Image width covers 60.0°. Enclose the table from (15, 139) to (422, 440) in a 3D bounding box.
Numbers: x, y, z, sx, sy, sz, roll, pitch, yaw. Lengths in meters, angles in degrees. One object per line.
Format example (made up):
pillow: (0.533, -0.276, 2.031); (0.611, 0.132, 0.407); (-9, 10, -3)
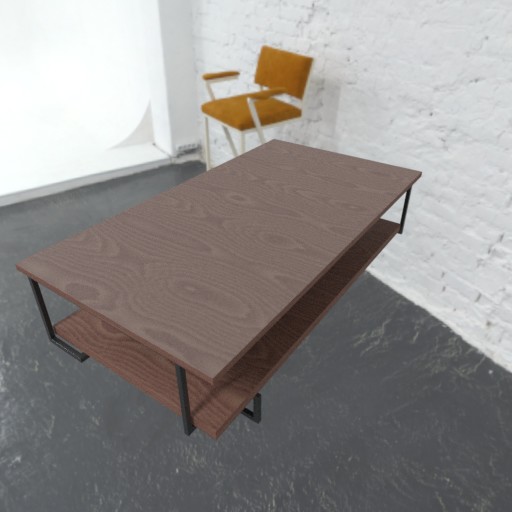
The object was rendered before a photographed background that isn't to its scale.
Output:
table: (0.000, 0.000, 1.468); (0.651, 0.347, 1.197); (21, 38, 29)
